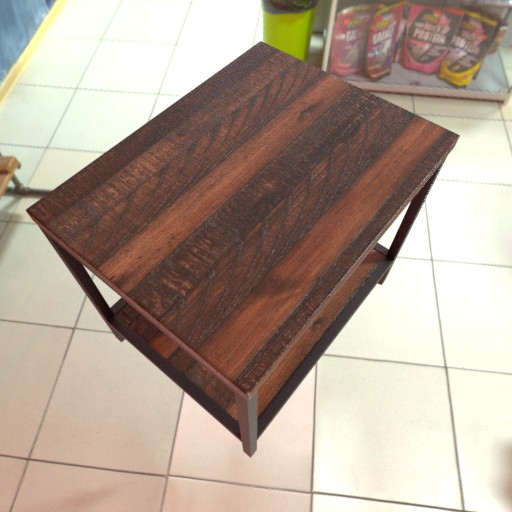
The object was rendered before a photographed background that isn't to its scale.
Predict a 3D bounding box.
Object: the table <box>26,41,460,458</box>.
[{"bbox_3d":[0.000,0.000,1.110,0.524,0.612,0.678,35,64,20],"label":"table"}]
